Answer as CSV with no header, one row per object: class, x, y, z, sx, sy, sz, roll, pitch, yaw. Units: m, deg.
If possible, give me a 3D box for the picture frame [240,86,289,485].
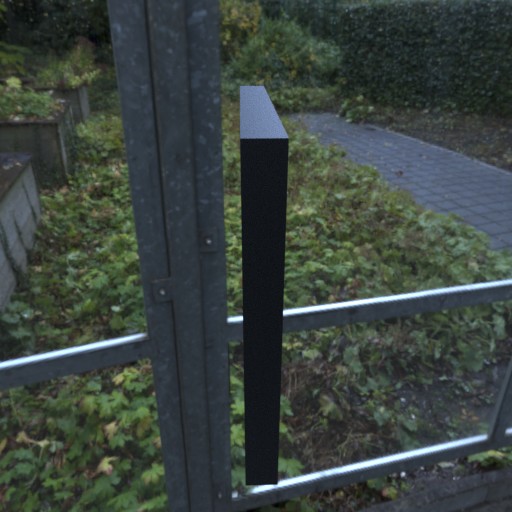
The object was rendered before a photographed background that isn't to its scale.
picture frame,0.000,0.000,0.482,0.030,0.317,0.317,-1,26,-2
